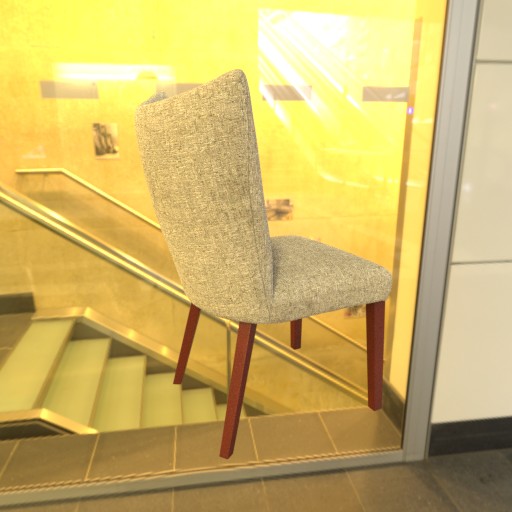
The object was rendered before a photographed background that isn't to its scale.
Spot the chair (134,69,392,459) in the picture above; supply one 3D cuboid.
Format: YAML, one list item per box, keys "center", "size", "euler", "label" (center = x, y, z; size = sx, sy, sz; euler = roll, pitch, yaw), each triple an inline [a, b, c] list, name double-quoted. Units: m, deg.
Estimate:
- center: [0.000, 0.000, 1.277]
  size: [0.623, 0.924, 0.535]
  euler: [-8, 18, -27]
  label: "chair"
